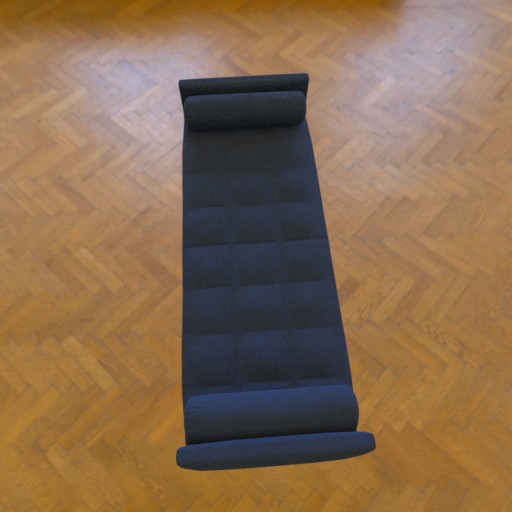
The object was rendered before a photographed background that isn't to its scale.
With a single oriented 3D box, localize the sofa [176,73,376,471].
[{"bbox_3d":[0.000,0.000,2.444,0.797,0.657,2.102,-4,63,-2],"label":"sofa"}]
